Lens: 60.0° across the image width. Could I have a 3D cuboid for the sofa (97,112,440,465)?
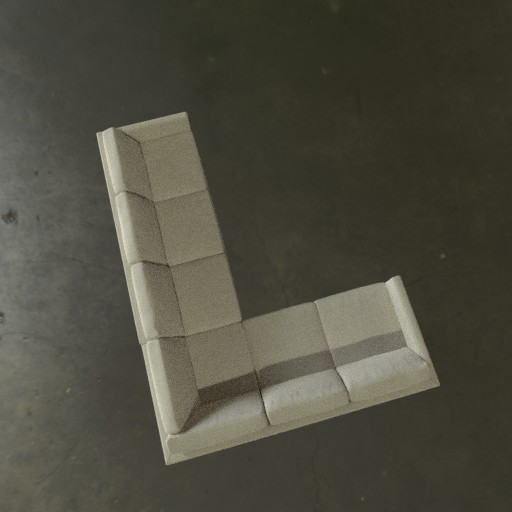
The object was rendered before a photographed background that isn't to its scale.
[{"bbox_3d":[0.000,0.000,4.337,2.432,0.863,3.182,-15,76,-4],"label":"sofa"}]
